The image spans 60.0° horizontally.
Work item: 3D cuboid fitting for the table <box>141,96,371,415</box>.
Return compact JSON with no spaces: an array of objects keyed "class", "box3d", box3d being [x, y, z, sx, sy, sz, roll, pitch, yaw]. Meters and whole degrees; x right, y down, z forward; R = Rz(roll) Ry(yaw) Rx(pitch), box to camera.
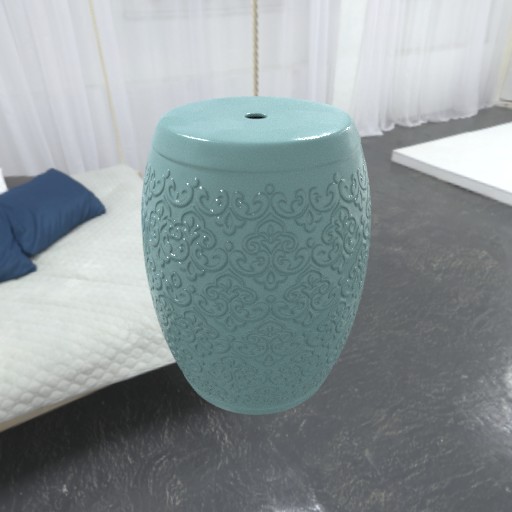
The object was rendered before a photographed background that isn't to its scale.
[{"class":"table","box3d":[0.000,0.000,0.634,0.309,0.397,0.309,0,31,0]}]
